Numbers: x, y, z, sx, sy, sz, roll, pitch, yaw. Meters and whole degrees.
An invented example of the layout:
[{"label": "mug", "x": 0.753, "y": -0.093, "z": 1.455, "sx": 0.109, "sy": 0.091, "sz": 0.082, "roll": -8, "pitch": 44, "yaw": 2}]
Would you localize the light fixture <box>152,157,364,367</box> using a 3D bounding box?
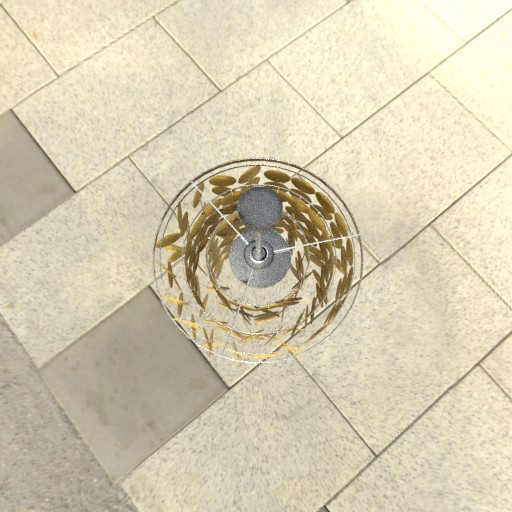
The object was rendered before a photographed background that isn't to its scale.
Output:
[{"label": "light fixture", "x": 0.000, "y": 0.000, "z": 0.761, "sx": 0.368, "sy": 0.492, "sz": 0.368, "roll": 0, "pitch": 76, "yaw": 0}]
